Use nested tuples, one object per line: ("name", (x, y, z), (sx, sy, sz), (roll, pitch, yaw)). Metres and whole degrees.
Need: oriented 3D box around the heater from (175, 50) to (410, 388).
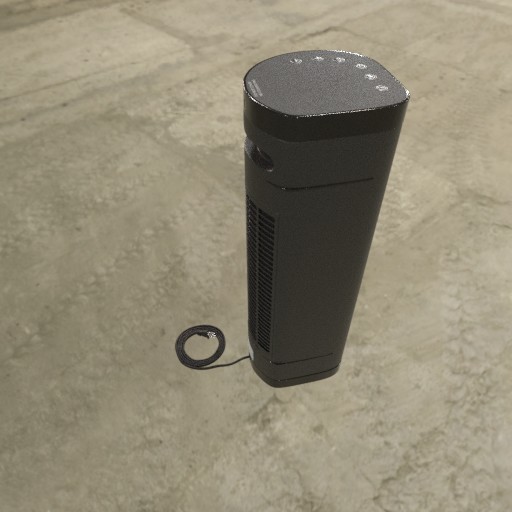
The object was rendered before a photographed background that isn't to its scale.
("heater", (0.000, 0.000, 0.686), (0.312, 0.552, 0.174), (-9, 46, -9))
